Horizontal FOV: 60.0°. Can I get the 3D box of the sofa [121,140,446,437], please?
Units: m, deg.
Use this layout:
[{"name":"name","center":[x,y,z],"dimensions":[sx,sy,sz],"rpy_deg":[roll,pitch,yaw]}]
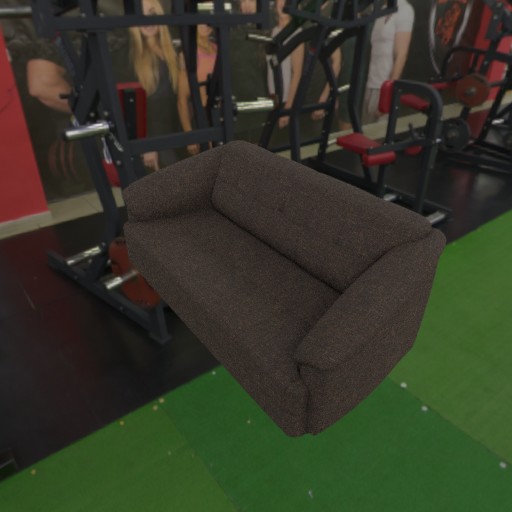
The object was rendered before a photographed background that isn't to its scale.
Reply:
[{"name":"sofa","center":[0.000,0.000,2.348],"dimensions":[0.887,0.790,1.849],"rpy_deg":[-20,37,-30]}]
